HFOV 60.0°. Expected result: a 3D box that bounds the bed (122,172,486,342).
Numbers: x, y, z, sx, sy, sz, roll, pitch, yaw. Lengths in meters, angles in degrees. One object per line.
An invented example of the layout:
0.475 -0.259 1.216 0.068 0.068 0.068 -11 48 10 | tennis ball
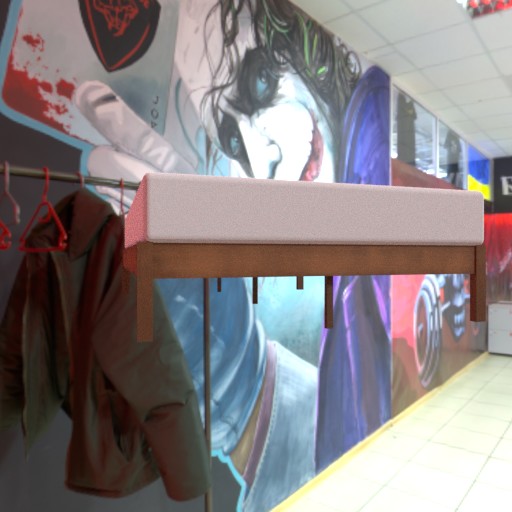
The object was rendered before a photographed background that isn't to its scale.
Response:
0.000 0.000 2.731 1.529 0.593 2.050 0 0 -18 | bed
